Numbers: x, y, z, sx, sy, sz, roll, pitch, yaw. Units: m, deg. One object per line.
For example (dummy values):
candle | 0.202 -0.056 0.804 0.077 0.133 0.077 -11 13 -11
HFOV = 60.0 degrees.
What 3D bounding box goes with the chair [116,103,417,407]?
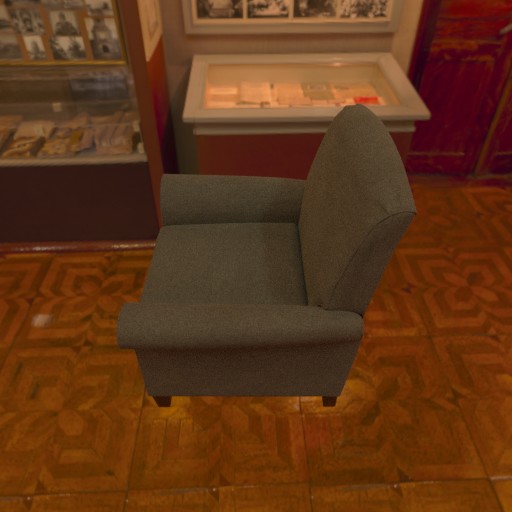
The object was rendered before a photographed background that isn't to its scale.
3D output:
chair | 0.000 0.000 1.788 0.905 1.061 0.978 0 40 0
